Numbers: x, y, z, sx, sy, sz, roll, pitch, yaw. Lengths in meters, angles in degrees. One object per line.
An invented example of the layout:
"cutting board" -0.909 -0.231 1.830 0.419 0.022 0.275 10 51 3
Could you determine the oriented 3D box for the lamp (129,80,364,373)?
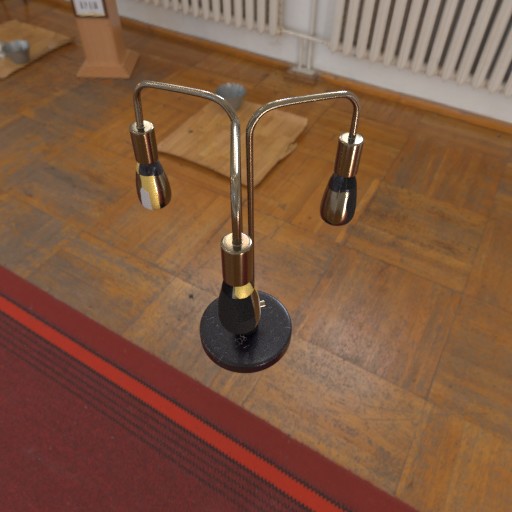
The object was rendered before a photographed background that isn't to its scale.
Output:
"lamp" 0.000 0.000 0.785 0.368 0.560 0.355 -11 48 -10
